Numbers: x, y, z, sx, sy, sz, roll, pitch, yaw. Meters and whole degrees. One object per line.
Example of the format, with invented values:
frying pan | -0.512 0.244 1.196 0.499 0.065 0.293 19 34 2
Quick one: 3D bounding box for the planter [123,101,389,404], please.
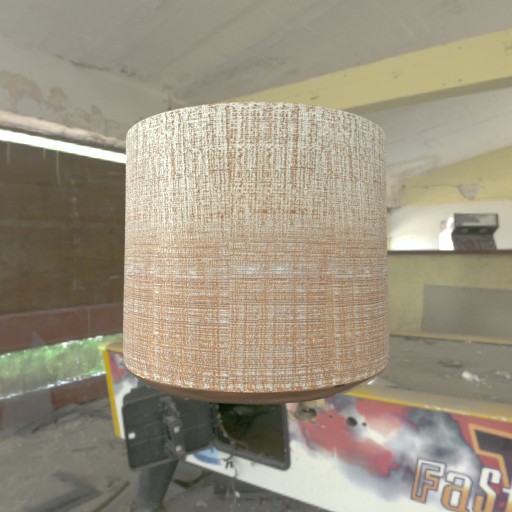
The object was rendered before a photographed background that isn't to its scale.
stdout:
planter | 0.000 0.000 0.189 0.109 0.096 0.109 0 0 0
